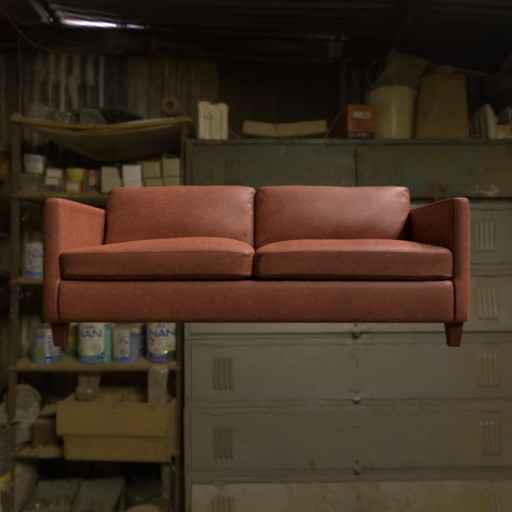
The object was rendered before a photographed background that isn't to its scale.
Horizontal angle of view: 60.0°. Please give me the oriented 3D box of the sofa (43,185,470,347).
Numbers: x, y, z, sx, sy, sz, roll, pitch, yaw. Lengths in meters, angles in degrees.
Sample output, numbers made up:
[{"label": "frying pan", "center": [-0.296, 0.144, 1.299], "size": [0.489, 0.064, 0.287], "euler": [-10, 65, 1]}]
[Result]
[{"label": "sofa", "center": [0.000, 0.000, 2.706], "size": [2.204, 0.932, 0.950], "euler": [0, 0, 0]}]
